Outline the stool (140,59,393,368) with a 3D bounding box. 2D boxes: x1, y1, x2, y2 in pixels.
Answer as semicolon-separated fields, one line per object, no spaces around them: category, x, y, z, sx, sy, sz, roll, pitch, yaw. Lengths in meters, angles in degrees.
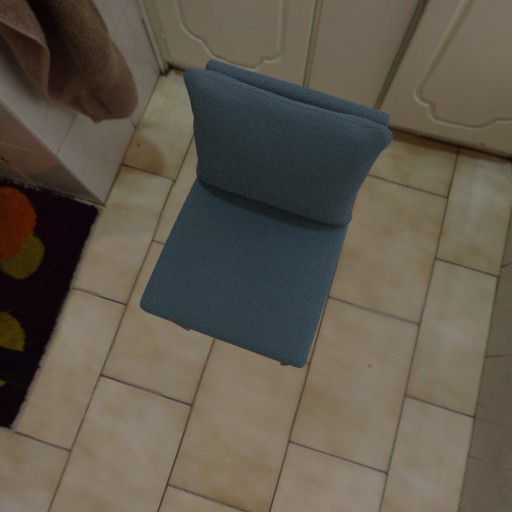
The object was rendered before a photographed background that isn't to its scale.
stool;0.000;0.000;1.383;0.463;1.124;0.568;19;76;5
